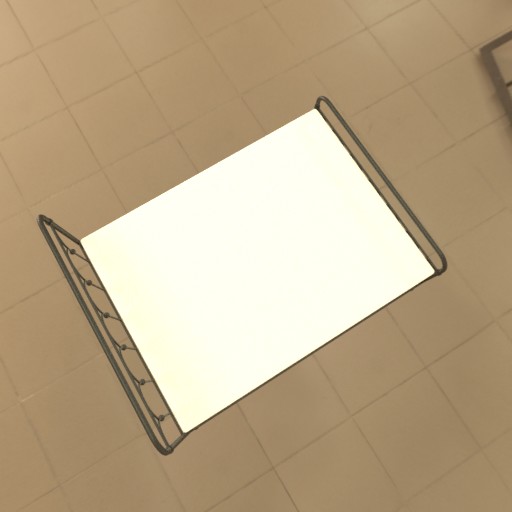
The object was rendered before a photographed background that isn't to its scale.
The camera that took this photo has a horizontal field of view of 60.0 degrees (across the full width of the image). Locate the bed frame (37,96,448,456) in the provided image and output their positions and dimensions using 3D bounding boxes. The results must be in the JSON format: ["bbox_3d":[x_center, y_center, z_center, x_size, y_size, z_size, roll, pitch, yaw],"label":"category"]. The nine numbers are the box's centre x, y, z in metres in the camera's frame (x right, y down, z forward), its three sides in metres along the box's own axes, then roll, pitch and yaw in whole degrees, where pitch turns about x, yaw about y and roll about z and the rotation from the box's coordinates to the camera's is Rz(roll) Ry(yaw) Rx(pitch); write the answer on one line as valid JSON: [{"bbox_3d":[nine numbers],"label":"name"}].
[{"bbox_3d":[0.000,0.000,3.228,2.203,1.276,1.664,-31,78,-7],"label":"bed frame"}]
